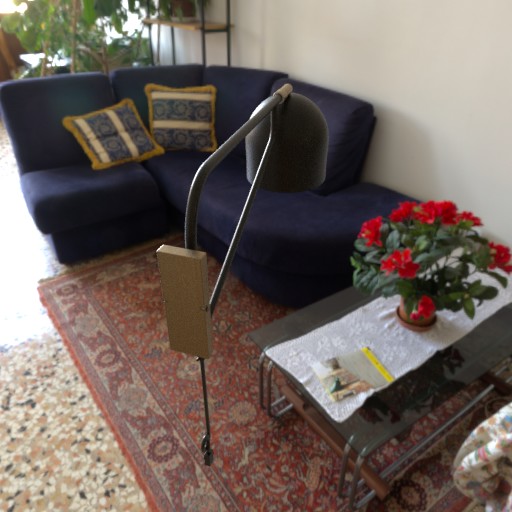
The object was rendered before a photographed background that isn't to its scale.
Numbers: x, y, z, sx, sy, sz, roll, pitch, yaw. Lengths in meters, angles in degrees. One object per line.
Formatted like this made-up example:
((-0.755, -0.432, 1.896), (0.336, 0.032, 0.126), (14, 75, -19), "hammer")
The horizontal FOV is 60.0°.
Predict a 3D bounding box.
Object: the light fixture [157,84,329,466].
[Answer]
((0.000, 0.000, 1.064), (0.215, 0.696, 0.720), (10, 34, 16), "light fixture")
